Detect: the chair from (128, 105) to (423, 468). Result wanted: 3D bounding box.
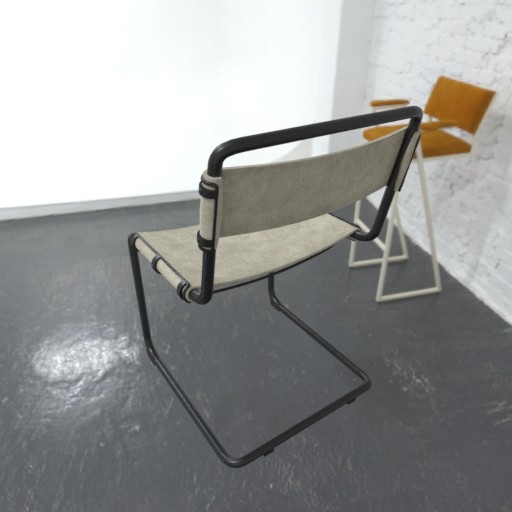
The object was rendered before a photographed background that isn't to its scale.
[{"bbox_3d":[0.000,0.000,1.083,0.499,0.747,0.497,-19,35,-29],"label":"chair"}]
